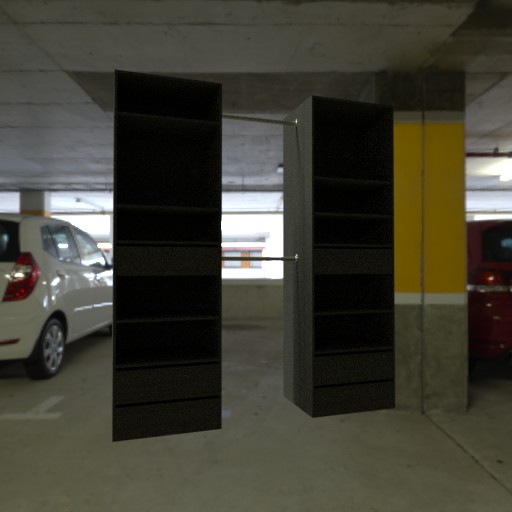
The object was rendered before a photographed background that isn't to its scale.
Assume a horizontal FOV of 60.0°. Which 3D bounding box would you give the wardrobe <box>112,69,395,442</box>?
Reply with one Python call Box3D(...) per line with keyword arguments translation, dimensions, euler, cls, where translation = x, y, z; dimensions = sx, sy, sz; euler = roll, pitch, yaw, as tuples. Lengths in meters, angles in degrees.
Box3D(translation=(0.000, 0.000, 2.883), dimensions=(1.770, 2.000, 0.480), euler=(0, -1, -18), cls="wardrobe")
